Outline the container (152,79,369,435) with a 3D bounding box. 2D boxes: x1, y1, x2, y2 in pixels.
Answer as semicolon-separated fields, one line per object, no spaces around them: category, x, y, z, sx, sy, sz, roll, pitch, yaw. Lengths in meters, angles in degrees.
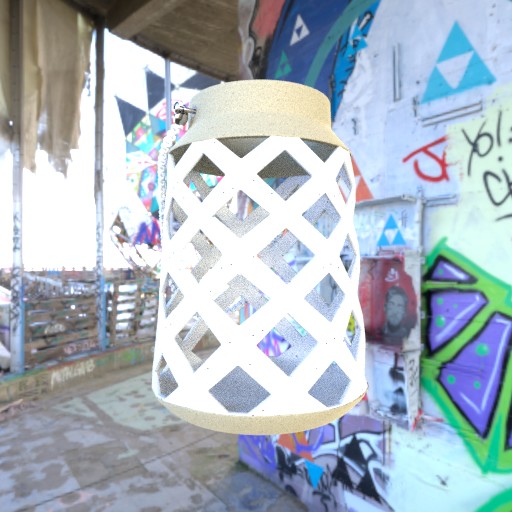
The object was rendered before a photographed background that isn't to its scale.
container;0.000;0.000;0.398;0.188;0.264;0.198;1;-1;-36
